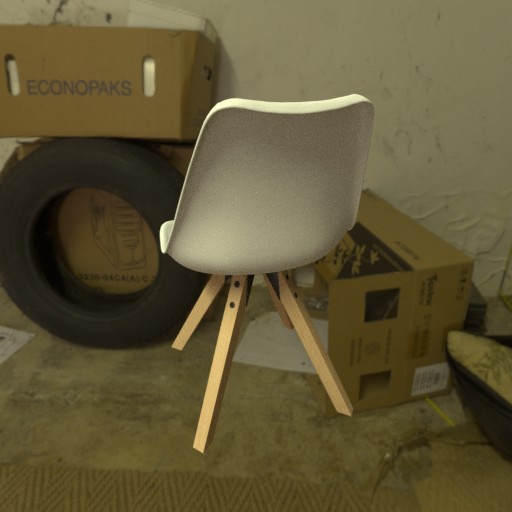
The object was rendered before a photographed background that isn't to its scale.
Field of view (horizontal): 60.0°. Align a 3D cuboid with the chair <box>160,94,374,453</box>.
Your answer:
[{"bbox_3d":[0.000,0.000,1.172,0.485,0.850,0.550,-8,27,-15],"label":"chair"}]
